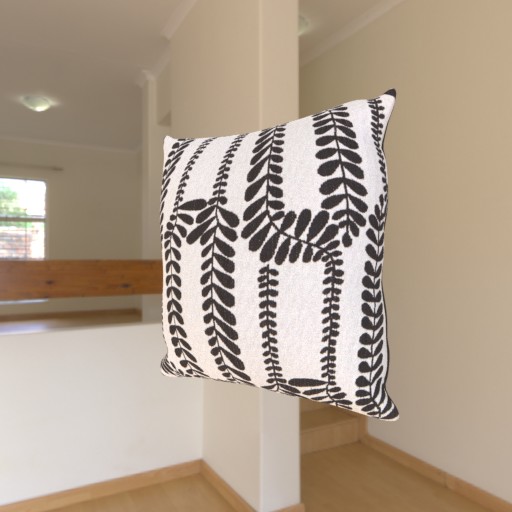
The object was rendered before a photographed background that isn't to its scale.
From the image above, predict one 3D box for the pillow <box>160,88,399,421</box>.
[{"bbox_3d":[0.000,0.000,0.690,0.440,0.441,0.182,0,0,36],"label":"pillow"}]
